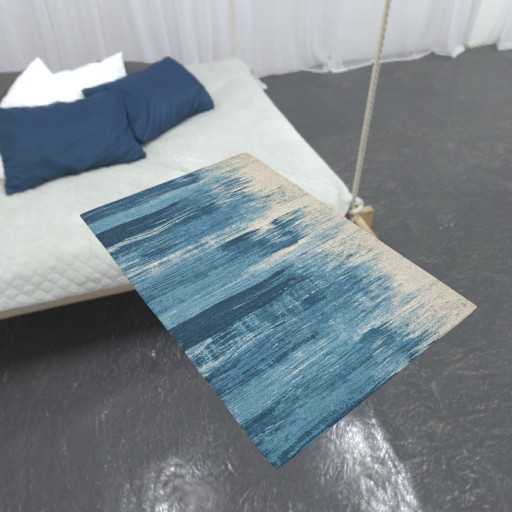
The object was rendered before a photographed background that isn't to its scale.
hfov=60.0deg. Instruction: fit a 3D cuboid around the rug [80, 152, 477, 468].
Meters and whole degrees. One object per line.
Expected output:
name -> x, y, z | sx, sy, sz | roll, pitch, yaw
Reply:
rug -> 0.000, 0.000, 2.339 | 1.232, 0.009, 1.836 | -27, 49, -27
